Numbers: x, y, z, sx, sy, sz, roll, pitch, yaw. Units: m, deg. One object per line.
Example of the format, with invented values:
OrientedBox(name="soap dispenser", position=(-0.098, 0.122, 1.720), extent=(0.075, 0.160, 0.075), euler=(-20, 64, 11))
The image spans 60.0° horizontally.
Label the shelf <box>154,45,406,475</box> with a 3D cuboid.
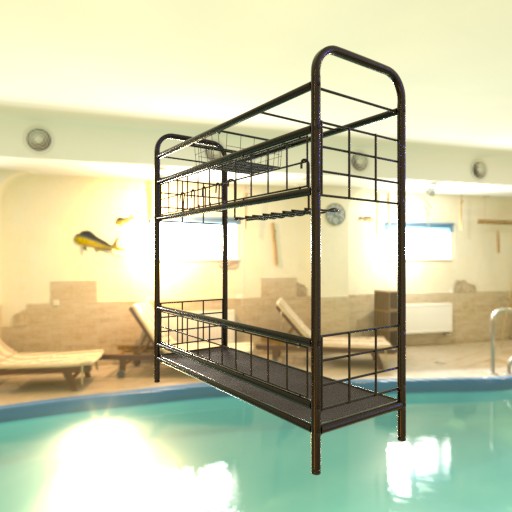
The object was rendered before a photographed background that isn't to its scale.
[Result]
OrientedBox(name="shelf", position=(0.000, 0.000, 1.521), extent=(0.350, 1.026, 0.961), euler=(0, 0, -36))
